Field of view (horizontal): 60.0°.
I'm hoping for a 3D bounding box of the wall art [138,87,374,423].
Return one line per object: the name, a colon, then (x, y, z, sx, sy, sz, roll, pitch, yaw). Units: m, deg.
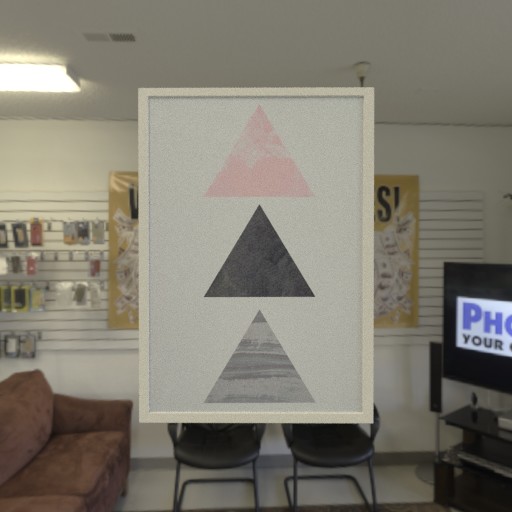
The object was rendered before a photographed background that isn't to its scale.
wall art: (0.000, 0.000, 1.249, 0.659, 0.940, 0.013, 0, 1, 0)
